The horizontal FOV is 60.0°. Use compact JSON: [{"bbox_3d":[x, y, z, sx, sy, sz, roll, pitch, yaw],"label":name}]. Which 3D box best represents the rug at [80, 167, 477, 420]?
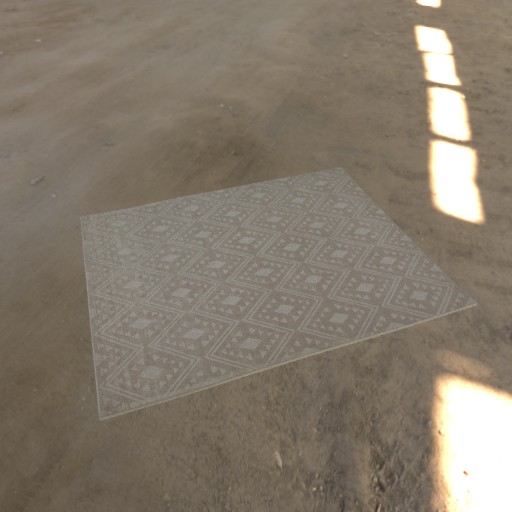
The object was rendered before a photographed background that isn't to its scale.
[{"bbox_3d":[0.000,0.000,4.119,3.011,0.054,2.399,-13,43,-15],"label":"rug"}]
